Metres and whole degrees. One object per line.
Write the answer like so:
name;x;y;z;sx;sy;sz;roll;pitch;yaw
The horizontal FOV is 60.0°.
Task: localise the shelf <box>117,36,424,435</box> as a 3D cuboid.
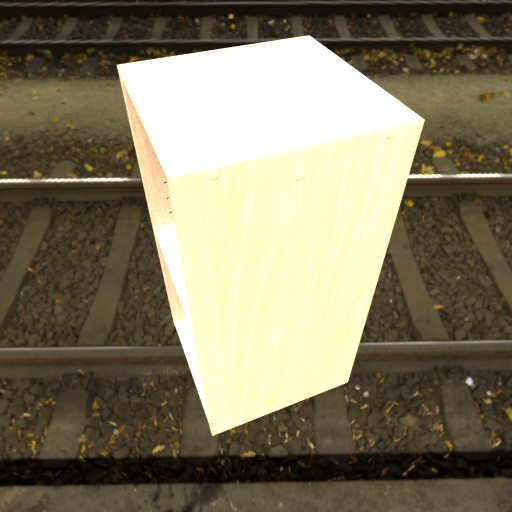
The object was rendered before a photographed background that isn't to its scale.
shelf;0.000;0.000;0.768;0.297;0.594;0.290;-16;47;-15
